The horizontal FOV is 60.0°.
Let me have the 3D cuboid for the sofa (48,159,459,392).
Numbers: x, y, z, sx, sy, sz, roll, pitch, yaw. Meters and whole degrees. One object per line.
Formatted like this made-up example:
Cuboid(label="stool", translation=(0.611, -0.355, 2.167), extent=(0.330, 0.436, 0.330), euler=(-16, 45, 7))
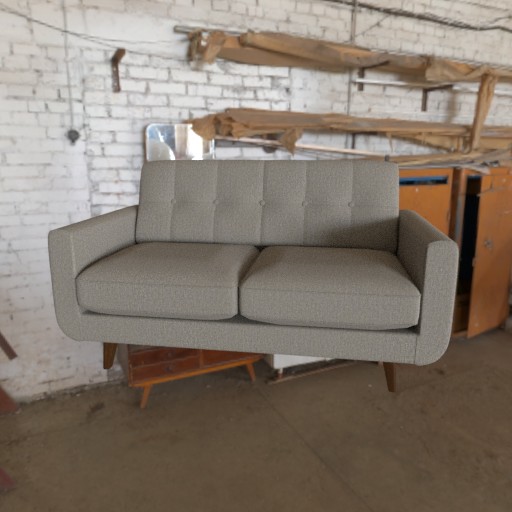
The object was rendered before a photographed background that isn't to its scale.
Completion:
Cuboid(label="sofa", translation=(0.000, 0.000, 2.200), extent=(1.651, 0.925, 0.952), euler=(2, 13, 9))
